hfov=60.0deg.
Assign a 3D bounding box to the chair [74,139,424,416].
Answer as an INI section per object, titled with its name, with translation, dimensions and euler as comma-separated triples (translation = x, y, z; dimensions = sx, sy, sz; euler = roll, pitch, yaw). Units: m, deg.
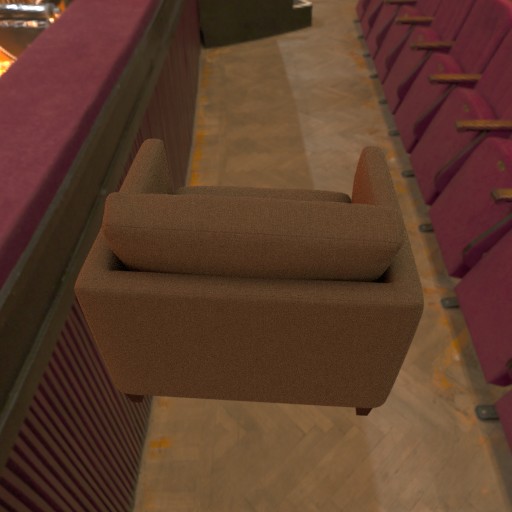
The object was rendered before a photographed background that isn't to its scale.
[chair]
translation = 0.000, 0.000, 1.857
dimensions = 1.107, 0.963, 0.959
euler = 2, 44, 3
